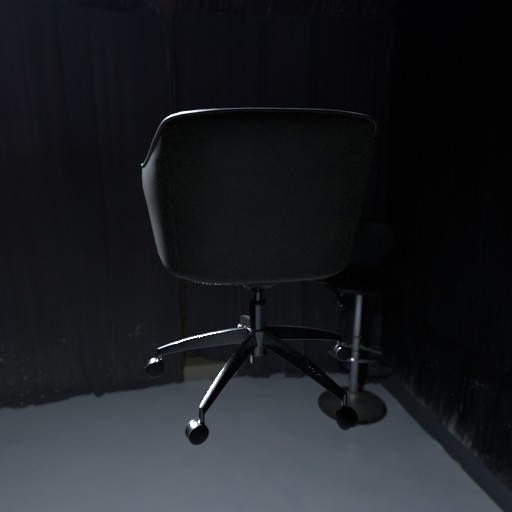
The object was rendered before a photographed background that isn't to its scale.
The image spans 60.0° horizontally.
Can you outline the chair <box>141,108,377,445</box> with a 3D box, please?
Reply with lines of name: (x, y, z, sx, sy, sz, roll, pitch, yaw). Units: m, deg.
chair: (0.000, 0.000, 1.372, 0.713, 0.827, 0.689, -3, 14, -10)
